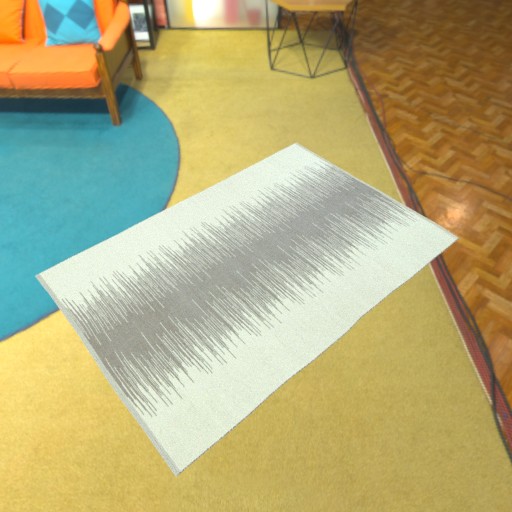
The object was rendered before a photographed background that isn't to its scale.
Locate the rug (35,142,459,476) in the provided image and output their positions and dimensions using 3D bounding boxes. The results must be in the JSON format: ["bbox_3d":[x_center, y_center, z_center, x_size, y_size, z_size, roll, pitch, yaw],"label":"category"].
[{"bbox_3d":[0.000,0.000,2.267,1.815,0.007,1.226,-32,55,-27],"label":"rug"}]
